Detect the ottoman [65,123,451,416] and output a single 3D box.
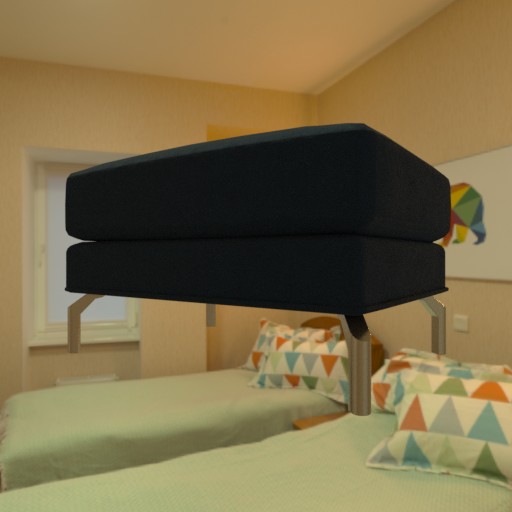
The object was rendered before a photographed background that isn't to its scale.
[{"bbox_3d":[0.000,0.000,1.145,0.835,0.498,0.587,0,0,35],"label":"ottoman"}]
